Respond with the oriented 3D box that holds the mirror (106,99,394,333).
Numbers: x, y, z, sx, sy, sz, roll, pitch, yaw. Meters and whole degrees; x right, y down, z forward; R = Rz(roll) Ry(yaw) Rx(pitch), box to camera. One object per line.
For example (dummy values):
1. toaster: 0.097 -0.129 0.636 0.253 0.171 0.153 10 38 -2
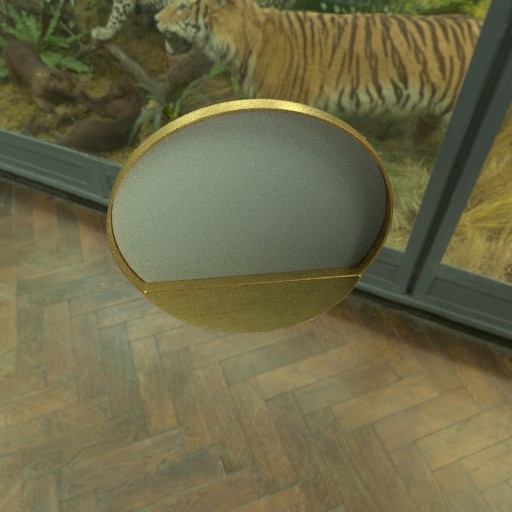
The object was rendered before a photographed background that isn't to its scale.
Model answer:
1. mirror: 0.000 0.000 0.695 0.457 0.457 0.133 -4 46 -4
